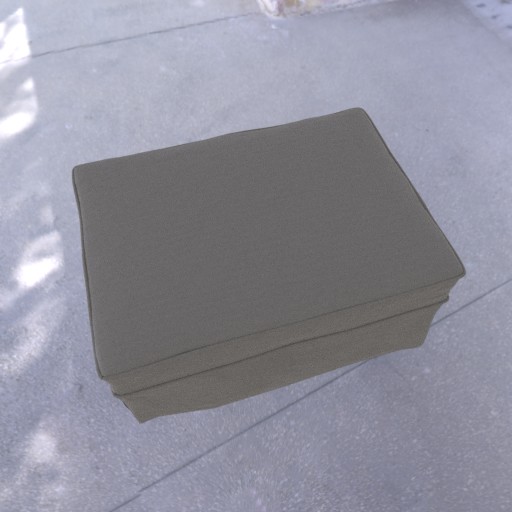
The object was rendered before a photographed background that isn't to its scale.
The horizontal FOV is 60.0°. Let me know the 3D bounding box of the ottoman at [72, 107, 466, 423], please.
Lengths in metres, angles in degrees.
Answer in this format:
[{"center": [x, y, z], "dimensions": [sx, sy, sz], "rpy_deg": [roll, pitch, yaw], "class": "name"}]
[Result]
[{"center": [0.000, 0.000, 1.330], "dimensions": [0.944, 0.479, 0.703], "rpy_deg": [-14, 59, -9], "class": "ottoman"}]
